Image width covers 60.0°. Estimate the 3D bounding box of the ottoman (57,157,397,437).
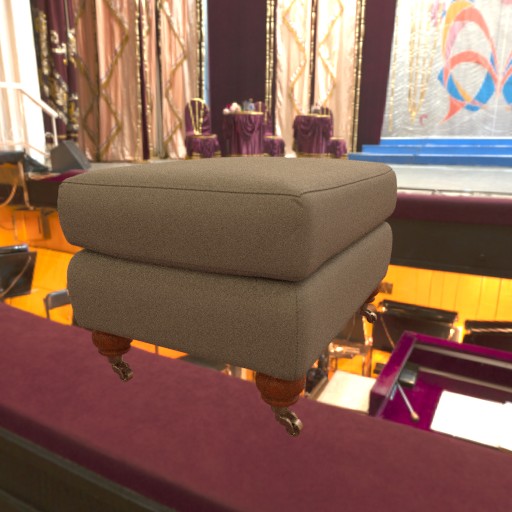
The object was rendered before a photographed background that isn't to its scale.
[{"bbox_3d":[0.000,0.000,1.153,0.569,0.499,0.773,7,16,27],"label":"ottoman"}]
